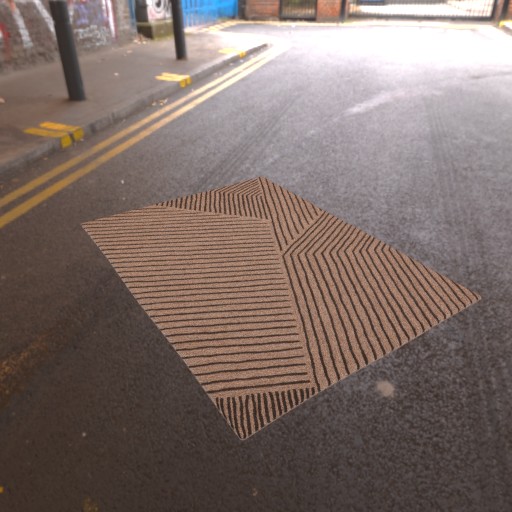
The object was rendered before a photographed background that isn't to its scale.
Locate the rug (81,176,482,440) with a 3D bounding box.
[{"bbox_3d":[0.000,0.000,3.232,1.829,0.028,2.449,-20,37,-29],"label":"rug"}]
